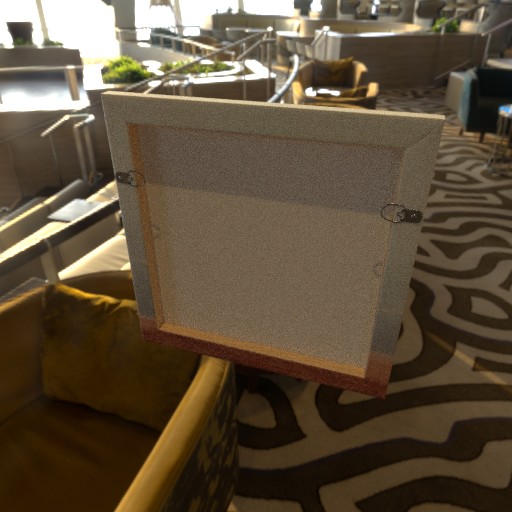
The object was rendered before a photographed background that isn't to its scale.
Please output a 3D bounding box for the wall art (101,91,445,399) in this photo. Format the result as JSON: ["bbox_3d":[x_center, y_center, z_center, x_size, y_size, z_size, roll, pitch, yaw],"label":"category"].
[{"bbox_3d":[0.000,0.000,0.910,0.605,0.605,0.034,10,32,16],"label":"wall art"}]
